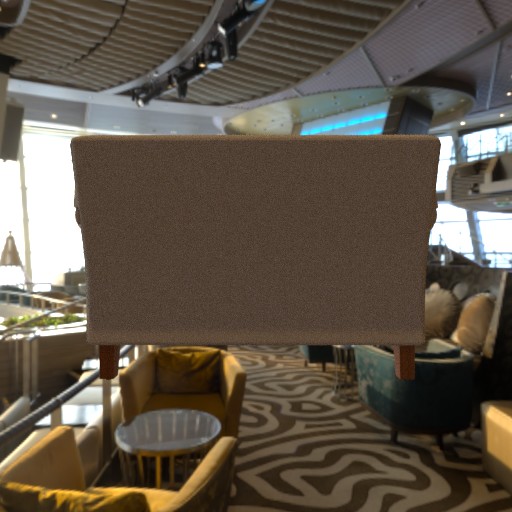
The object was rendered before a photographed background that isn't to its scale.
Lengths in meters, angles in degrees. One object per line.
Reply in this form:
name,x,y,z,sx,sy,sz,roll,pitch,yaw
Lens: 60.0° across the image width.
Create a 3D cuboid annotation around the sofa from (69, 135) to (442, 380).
sofa,0.000,0.000,2.229,1.508,1.048,1.087,0,0,0
